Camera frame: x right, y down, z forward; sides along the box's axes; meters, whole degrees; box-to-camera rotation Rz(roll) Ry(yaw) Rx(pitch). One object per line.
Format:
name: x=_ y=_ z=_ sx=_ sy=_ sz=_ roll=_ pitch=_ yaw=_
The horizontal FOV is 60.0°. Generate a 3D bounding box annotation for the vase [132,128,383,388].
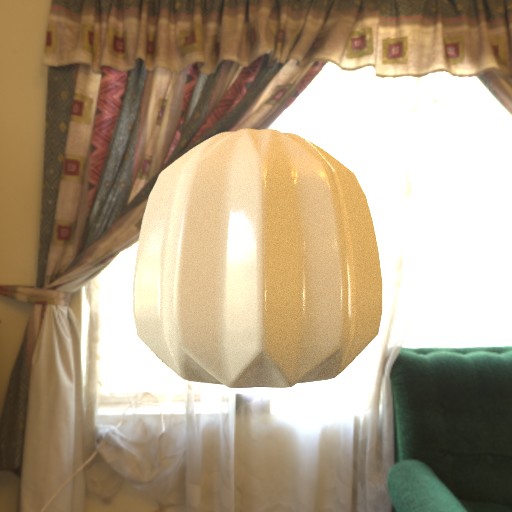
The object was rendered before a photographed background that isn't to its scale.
vase: x=0.000 y=0.000 z=0.257 sx=0.139 sy=0.134 sz=0.139 roll=0 pitch=-1 yaw=0
